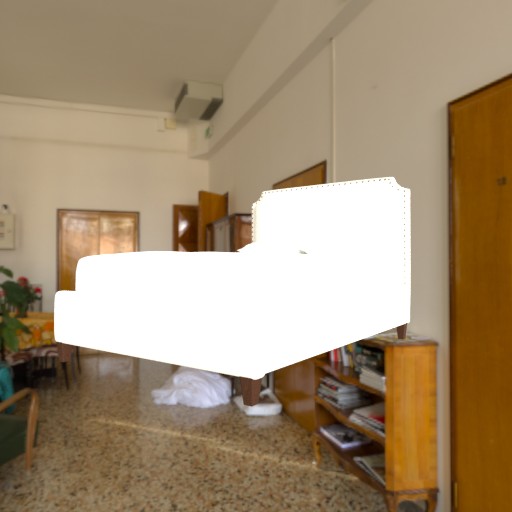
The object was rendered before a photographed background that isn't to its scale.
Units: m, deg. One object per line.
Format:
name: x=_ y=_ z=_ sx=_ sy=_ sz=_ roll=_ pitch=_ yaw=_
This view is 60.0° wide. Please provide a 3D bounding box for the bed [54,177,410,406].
bed: x=0.000 y=0.000 z=3.473 sx=1.712 sy=1.443 sz=2.365 roll=-1 pitch=-1 yaw=36
